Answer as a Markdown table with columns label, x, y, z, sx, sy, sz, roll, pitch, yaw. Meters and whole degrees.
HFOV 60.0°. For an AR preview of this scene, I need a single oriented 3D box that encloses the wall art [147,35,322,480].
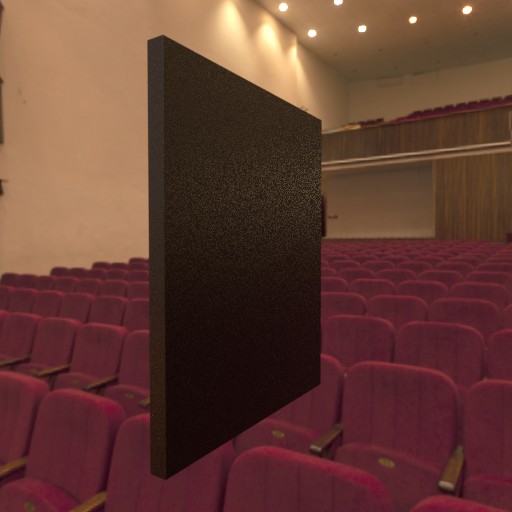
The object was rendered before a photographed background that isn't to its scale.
| label | x | y | z | sx | sy | sz | roll | pitch | yaw |
| --- | --- | --- | --- | --- | --- | --- | --- | --- | --- |
| wall art | 0.000 | 0.000 | 0.752 | 0.028 | 0.557 | 0.457 | 1 | 2 | 33 |
